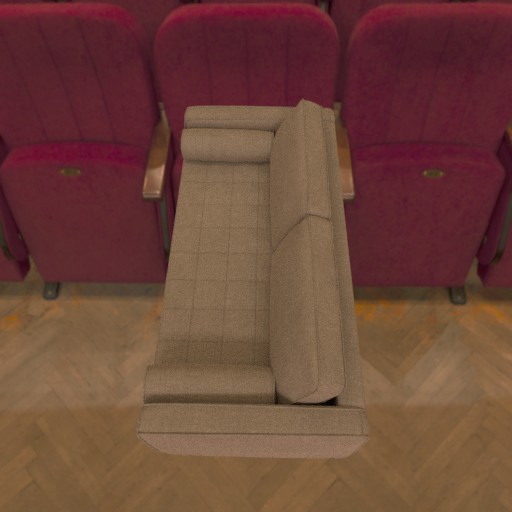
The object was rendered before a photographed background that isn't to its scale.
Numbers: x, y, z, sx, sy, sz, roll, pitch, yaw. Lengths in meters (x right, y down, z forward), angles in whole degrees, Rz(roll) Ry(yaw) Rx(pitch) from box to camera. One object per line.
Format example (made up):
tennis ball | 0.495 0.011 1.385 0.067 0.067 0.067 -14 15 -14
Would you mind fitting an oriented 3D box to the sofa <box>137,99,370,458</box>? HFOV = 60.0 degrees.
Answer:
sofa | 0.000 0.000 2.311 0.914 0.762 1.879 1 58 1
